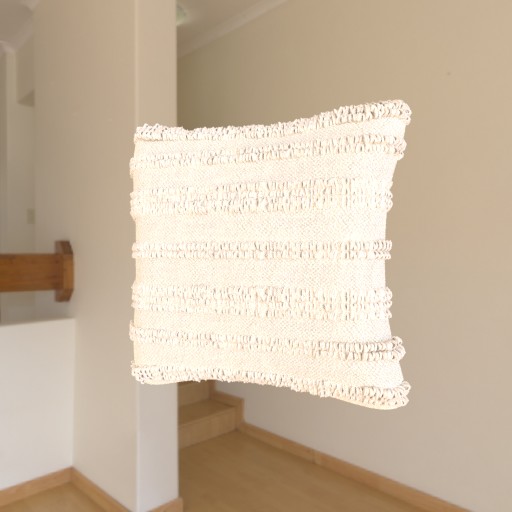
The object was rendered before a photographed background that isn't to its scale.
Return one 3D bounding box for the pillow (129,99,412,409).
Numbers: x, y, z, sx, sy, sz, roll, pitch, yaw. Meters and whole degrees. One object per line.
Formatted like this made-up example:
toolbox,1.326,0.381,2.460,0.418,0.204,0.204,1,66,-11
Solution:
pillow,0.000,0.000,0.660,0.437,0.427,0.145,0,0,20
